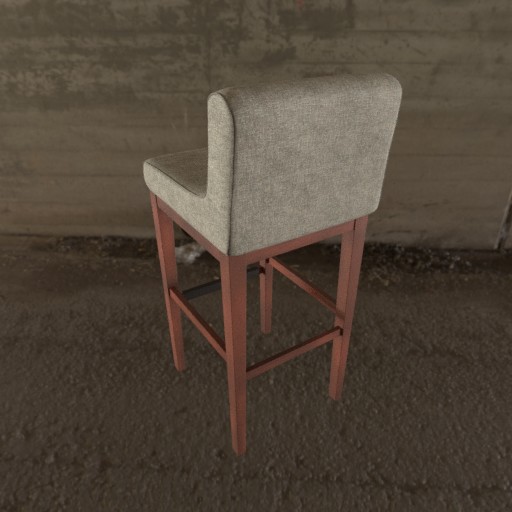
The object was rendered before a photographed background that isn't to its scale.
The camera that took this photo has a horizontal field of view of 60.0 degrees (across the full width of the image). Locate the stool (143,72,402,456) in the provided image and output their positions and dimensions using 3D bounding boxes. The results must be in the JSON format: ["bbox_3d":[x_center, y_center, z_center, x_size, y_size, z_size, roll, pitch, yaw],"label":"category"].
[{"bbox_3d":[0.000,0.000,1.223,0.426,0.965,0.499,-18,34,-29],"label":"stool"}]
